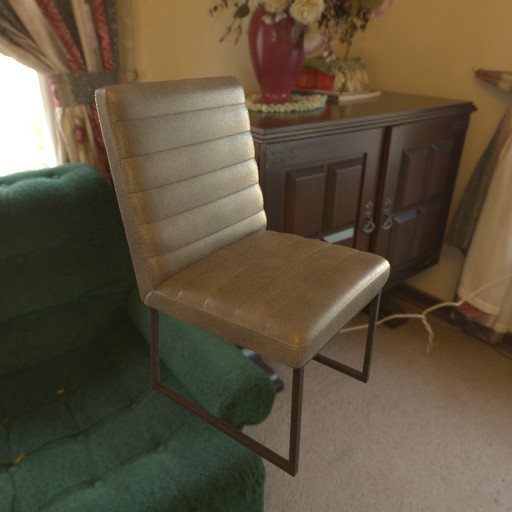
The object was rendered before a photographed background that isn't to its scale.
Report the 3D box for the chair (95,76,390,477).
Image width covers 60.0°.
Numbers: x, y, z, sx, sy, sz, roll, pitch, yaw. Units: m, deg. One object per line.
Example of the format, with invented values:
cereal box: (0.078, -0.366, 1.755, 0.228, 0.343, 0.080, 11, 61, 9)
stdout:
chair: (0.000, 0.000, 1.281, 0.634, 0.930, 0.520, 18, 31, 33)
